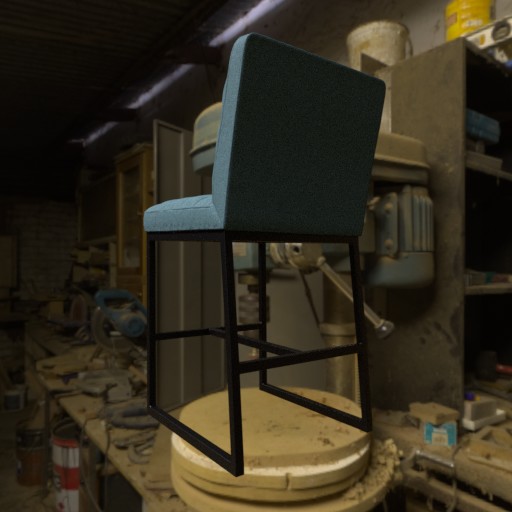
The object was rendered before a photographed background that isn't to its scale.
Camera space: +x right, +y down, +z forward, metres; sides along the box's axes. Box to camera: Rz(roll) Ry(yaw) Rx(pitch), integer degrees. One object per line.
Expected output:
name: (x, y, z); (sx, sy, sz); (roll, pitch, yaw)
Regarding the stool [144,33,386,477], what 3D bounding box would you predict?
stool: (0.000, 0.000, 1.253); (0.460, 0.940, 0.560); (0, -1, -36)
